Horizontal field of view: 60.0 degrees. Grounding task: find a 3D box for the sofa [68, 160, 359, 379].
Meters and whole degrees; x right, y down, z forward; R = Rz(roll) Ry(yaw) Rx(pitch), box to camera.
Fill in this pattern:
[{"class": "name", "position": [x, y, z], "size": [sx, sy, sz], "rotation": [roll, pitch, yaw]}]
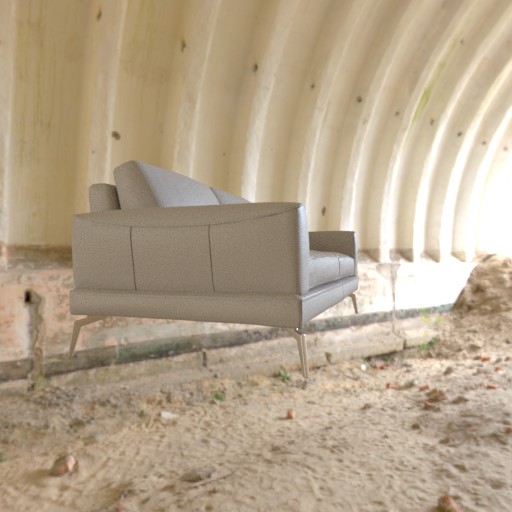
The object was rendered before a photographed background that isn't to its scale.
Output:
[{"class": "sofa", "position": [0.000, 0.000, 2.820], "size": [1.121, 0.930, 2.177], "rotation": [0, 0, 19]}]
